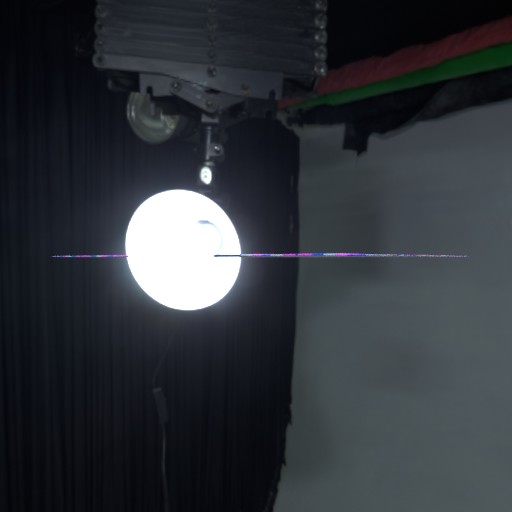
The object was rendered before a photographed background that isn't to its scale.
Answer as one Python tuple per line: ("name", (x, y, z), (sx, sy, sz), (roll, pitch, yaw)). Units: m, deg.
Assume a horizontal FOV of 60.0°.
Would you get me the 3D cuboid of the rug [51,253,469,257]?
("rug", (0.000, 0.000, 2.943), (2.350, 0.013, 1.539), (0, 0, 36))
